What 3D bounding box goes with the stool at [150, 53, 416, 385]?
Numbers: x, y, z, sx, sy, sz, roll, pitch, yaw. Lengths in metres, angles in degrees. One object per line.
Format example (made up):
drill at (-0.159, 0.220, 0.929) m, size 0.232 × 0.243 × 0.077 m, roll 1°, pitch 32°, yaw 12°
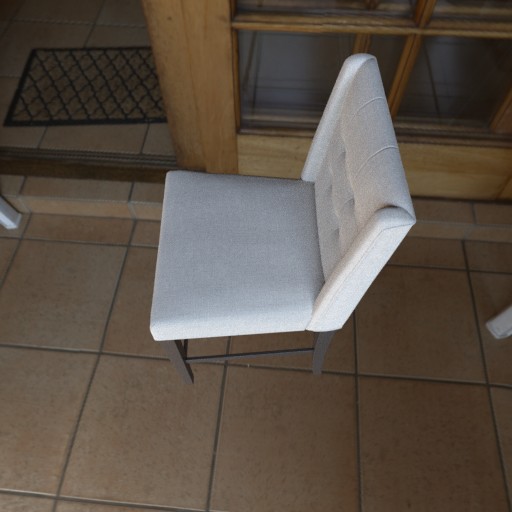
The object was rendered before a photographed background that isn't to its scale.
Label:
stool at (0.000, 0.000, 1.206) m, size 0.509 × 0.939 × 0.474 m, roll -1°, pitch 59°, yaw -1°
